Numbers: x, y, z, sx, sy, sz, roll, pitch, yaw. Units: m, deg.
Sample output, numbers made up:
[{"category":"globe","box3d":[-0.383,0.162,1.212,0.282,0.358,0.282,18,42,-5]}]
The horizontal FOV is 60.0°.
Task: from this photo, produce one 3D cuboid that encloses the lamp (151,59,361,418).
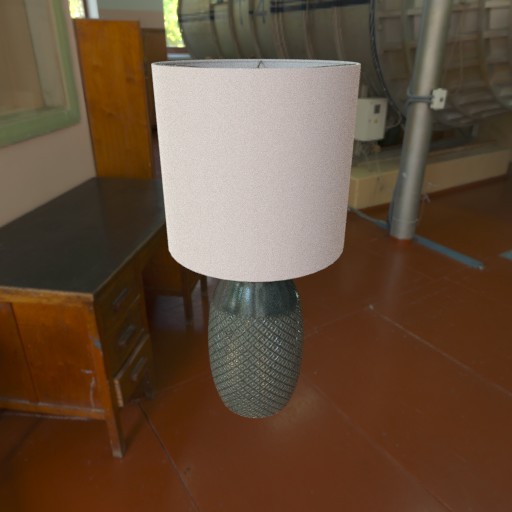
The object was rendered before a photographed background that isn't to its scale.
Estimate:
[{"category":"lamp","box3d":[0.000,0.000,0.566,0.217,0.453,0.217,0,26,1]}]
